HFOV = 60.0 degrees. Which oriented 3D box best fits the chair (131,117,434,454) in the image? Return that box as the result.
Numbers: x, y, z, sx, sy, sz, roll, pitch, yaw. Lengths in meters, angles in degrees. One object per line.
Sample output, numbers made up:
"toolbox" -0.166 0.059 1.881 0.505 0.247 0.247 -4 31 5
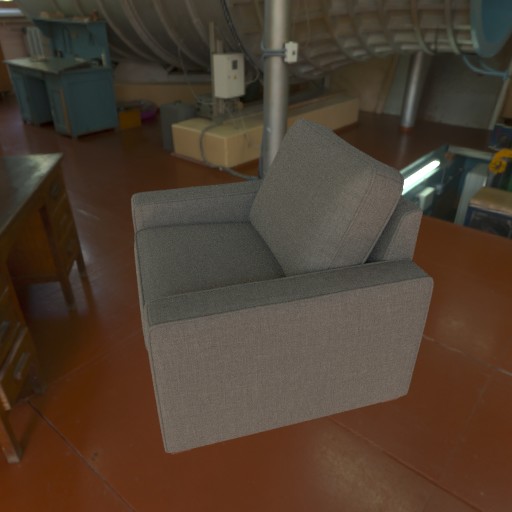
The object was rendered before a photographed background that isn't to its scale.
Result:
"chair" 0.000 0.000 1.780 0.940 0.919 1.017 -8 32 -14
